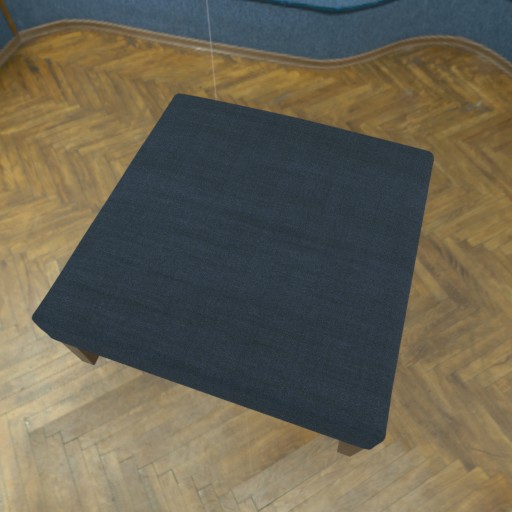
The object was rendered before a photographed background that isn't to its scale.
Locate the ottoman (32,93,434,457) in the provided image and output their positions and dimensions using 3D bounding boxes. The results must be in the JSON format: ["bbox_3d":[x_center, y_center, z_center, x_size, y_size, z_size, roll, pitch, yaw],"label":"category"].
[{"bbox_3d":[0.000,0.000,1.372,0.890,0.411,0.889,16,61,9],"label":"ottoman"}]
